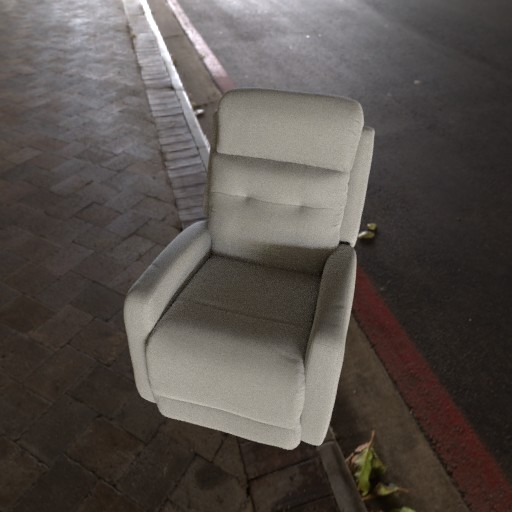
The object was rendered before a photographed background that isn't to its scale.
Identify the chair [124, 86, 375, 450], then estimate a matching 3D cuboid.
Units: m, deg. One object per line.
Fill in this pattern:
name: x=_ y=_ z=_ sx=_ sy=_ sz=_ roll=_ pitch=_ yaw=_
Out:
chair: x=0.000 y=0.000 z=1.746 sx=0.798 sy=1.013 sz=1.043 roll=11 pitch=42 yaw=12
